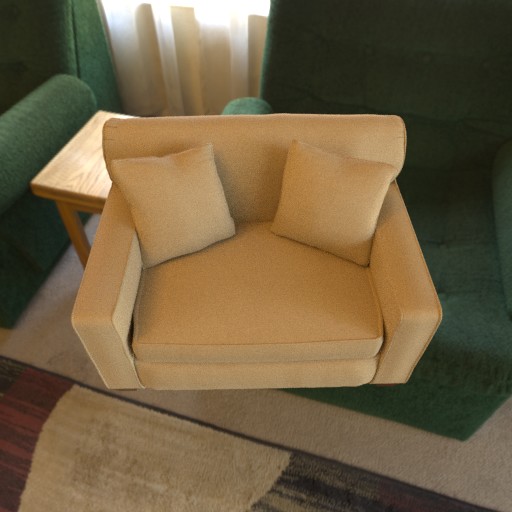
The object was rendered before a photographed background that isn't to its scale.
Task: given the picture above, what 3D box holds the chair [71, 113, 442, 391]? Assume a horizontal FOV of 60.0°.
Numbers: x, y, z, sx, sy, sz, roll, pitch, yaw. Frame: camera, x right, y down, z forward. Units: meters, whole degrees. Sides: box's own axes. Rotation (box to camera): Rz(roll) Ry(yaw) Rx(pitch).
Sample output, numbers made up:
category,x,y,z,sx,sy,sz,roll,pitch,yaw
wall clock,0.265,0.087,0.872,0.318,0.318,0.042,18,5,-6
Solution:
category,x,y,z,sx,sy,sz,roll,pitch,yaw
chair,0.000,0.000,2.042,1.383,0.948,1.000,-1,48,-1
